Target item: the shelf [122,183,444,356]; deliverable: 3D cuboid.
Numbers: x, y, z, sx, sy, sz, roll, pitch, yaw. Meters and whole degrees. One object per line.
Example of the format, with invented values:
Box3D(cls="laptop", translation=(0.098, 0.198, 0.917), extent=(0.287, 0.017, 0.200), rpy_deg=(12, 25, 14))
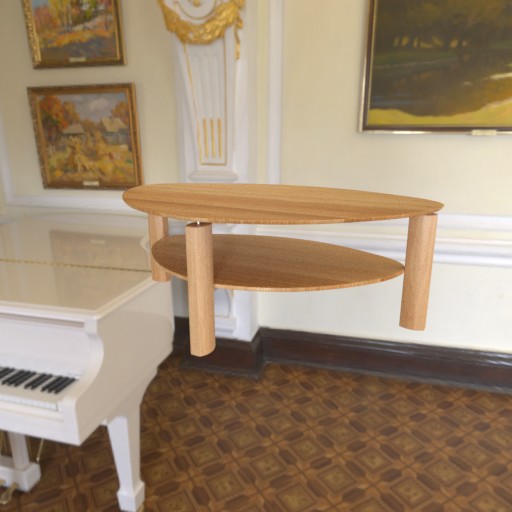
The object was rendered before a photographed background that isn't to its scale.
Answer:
Box3D(cls="shelf", translation=(0.000, 0.000, 1.664), extent=(1.246, 0.440, 0.845), rpy_deg=(8, 18, 26))
